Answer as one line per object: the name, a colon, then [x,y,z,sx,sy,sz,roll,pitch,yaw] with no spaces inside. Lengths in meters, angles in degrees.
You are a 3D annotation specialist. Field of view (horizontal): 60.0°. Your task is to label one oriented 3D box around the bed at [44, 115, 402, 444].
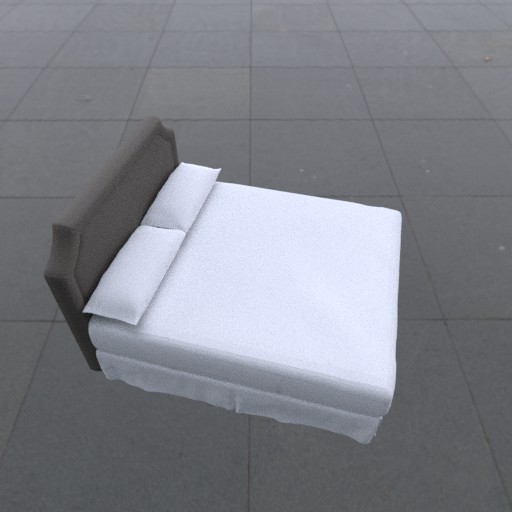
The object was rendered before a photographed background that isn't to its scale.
bed: [0.000,0.000,3.907,2.536,1.561,2.194,11,47,10]
